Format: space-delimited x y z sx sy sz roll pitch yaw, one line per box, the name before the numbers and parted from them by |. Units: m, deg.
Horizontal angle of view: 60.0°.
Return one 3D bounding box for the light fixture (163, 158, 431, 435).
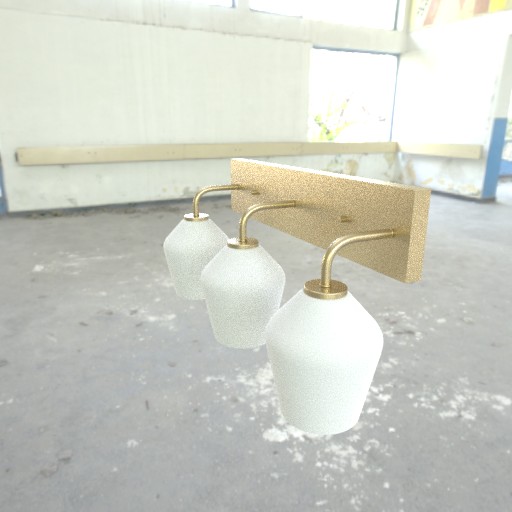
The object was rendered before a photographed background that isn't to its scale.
light fixture | 0.000 0.000 0.742 0.190 0.280 0.609 -8 18 -25
